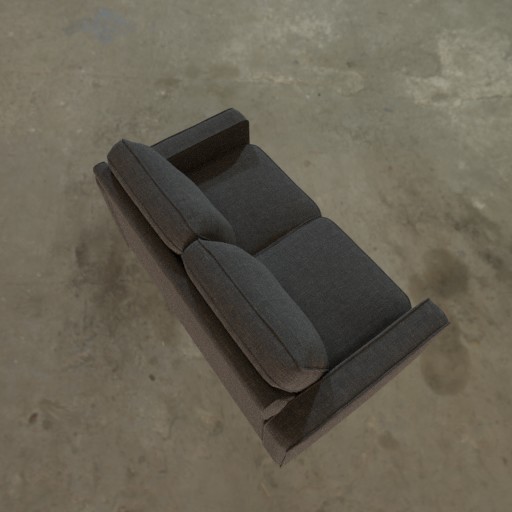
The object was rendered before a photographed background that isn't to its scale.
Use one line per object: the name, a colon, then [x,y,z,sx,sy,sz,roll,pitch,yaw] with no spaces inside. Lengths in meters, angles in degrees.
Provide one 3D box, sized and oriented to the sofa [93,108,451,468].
sofa: [0.000,0.000,2.273,0.947,0.918,1.709,-32,64,-17]
